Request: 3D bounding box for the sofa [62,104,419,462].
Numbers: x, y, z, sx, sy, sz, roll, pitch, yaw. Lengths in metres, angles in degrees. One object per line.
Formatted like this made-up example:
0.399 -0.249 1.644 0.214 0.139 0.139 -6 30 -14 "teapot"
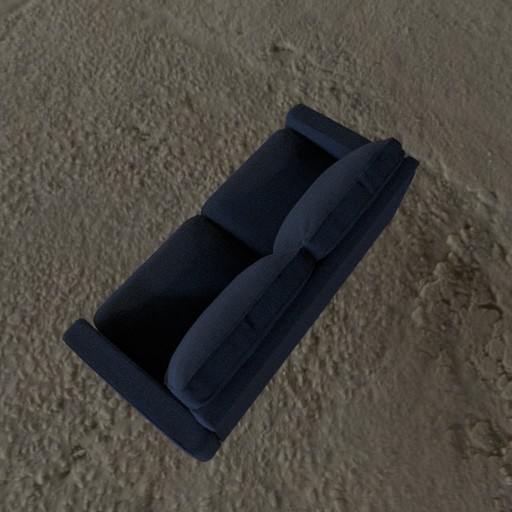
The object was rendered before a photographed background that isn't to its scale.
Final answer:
0.000 0.000 2.583 0.940 0.919 2.080 35 68 17 "sofa"
